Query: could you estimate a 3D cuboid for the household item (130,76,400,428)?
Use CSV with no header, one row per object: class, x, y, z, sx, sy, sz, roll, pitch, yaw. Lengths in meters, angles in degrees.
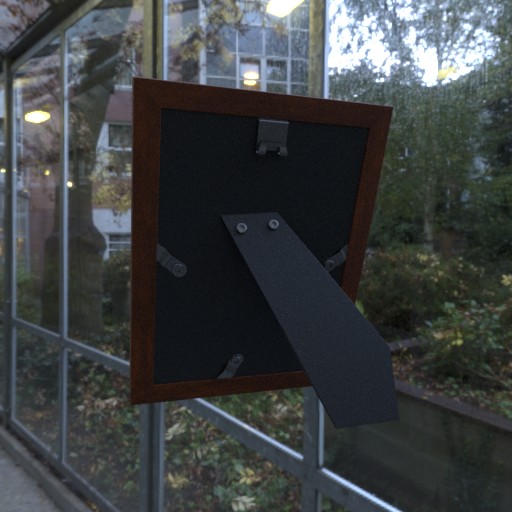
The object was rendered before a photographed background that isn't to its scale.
household item,0.000,0.000,0.296,0.160,0.204,0.096,0,1,-18
